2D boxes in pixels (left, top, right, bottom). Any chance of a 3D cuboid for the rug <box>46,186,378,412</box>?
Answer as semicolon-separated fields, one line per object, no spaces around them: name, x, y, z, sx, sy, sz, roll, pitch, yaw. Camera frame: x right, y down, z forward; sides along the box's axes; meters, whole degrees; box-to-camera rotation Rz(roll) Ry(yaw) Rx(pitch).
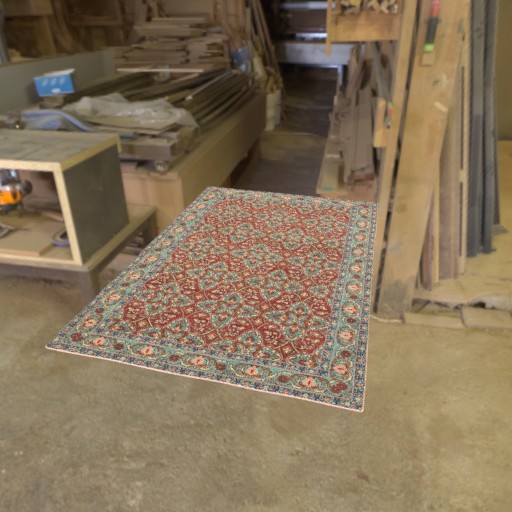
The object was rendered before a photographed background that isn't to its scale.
rug;0.000;0.000;2.356;1.219;0.009;1.829;8;30;13
